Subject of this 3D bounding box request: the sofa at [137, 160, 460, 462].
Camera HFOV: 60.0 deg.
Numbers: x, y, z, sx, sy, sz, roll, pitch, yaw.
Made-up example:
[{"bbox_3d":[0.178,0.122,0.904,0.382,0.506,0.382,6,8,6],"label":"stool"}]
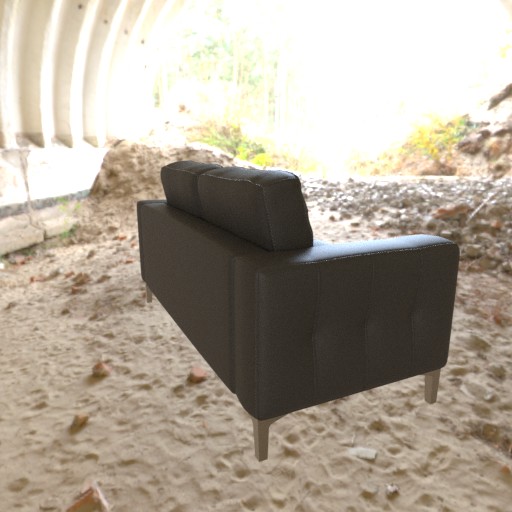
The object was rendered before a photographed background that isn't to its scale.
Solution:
[{"bbox_3d":[0.000,0.000,2.179,0.833,0.893,1.726,-7,16,-25],"label":"sofa"}]
